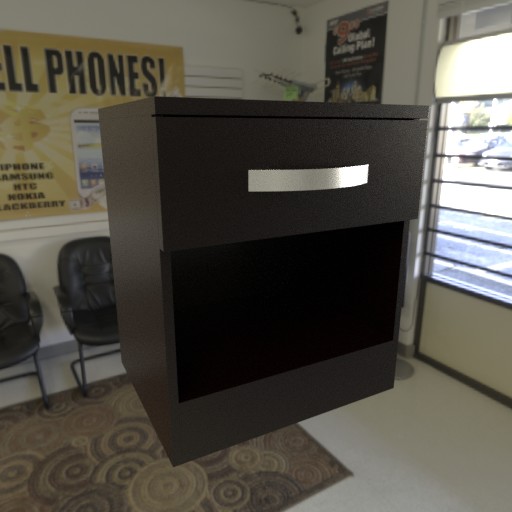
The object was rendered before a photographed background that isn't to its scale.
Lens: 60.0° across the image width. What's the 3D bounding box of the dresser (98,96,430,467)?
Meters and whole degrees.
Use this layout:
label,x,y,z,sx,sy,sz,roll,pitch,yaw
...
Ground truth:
label,x,y,z,sx,sy,sz,roll,pitch,yaw
dresser,0.000,0.000,0.737,0.400,0.470,0.360,-8,18,-27
